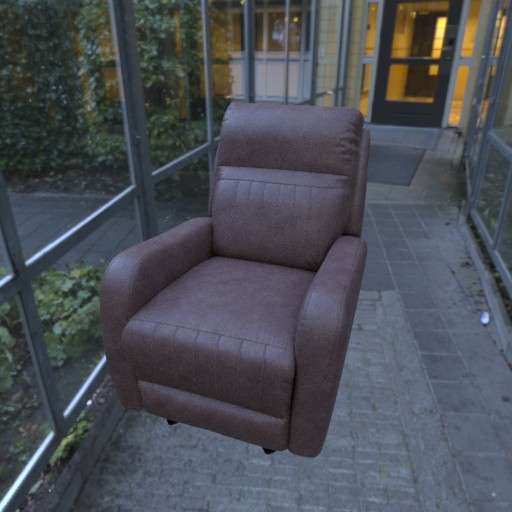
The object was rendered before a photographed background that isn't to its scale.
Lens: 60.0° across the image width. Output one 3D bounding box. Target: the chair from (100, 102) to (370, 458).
[{"bbox_3d":[0.000,0.000,1.773,0.865,1.067,1.067,9,27,18],"label":"chair"}]
